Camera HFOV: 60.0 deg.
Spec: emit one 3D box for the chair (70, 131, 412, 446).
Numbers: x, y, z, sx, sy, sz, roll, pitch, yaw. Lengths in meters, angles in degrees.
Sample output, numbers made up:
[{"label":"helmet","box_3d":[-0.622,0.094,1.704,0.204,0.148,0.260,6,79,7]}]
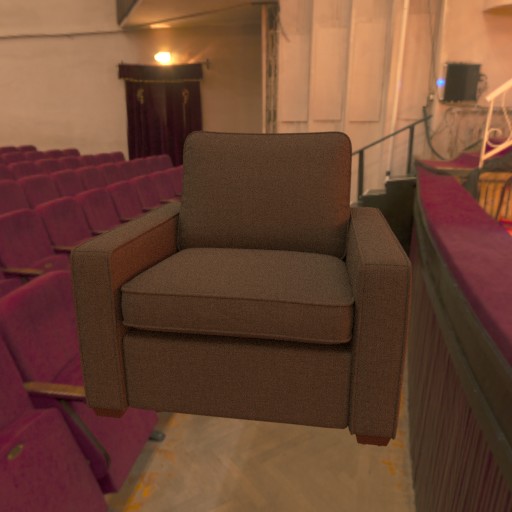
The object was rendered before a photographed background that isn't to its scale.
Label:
[{"label":"chair","box_3d":[0.000,0.000,1.696,1.017,0.919,0.940,3,16,9]}]
